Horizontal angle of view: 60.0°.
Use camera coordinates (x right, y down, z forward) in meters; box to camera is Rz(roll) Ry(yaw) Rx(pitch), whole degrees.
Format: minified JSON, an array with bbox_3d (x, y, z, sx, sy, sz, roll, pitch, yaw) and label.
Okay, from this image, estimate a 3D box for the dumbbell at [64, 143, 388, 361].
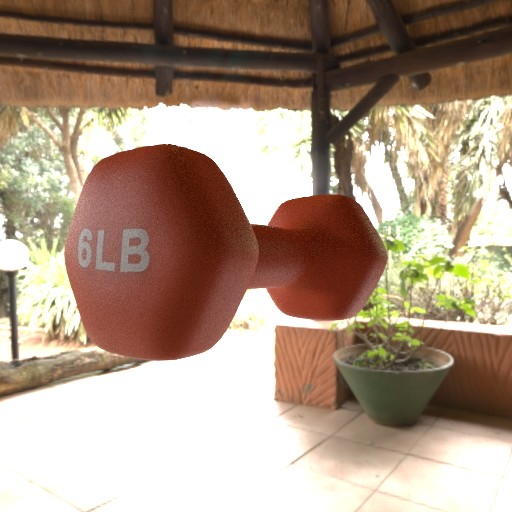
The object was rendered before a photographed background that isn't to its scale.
[{"bbox_3d":[0.000,0.000,0.206,0.079,0.071,0.162,-1,-1,36],"label":"dumbbell"}]
